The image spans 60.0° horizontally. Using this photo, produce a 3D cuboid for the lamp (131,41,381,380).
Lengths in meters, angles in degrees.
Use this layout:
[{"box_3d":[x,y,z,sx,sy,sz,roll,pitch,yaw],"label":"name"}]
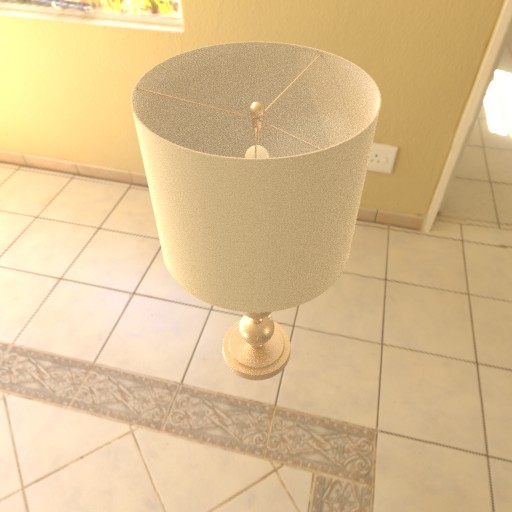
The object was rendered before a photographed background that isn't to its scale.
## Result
[{"box_3d":[0.000,0.000,0.688,0.277,0.538,0.277,3,46,3],"label":"lamp"}]
